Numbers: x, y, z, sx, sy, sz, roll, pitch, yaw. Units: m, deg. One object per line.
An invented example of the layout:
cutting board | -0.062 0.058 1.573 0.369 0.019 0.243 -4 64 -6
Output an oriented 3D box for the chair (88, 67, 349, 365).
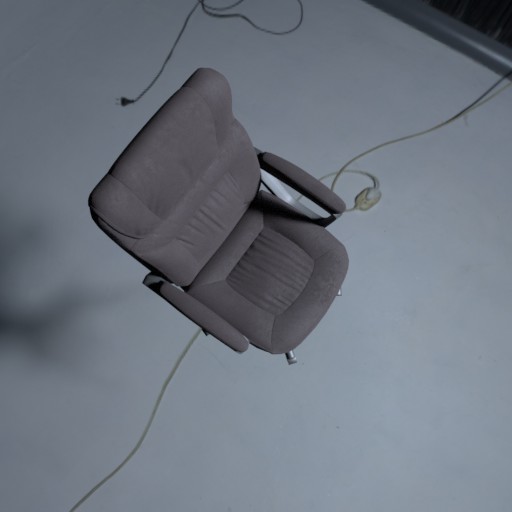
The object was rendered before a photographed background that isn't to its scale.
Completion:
chair | 0.000 0.000 1.576 0.724 1.105 0.667 35 79 8
